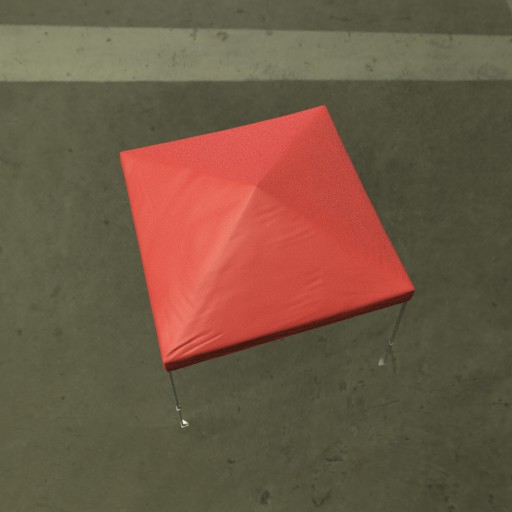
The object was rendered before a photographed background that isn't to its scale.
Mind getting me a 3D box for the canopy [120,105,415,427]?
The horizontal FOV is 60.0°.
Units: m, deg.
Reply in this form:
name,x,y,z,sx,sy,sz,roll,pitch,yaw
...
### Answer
name,x,y,z,sx,sy,sz,roll,pitch,yaw
canopy,0.000,0.000,5.212,2.849,2.849,2.848,-15,65,-7
